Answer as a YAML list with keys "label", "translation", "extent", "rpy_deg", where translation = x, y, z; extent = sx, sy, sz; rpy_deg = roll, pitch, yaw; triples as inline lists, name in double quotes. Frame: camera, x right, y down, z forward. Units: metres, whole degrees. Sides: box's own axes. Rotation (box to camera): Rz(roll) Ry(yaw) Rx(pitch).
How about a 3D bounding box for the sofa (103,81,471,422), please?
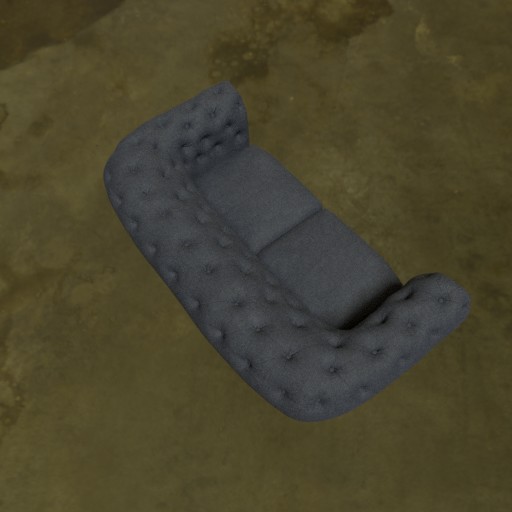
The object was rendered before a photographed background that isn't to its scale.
- label: "sofa"
  translation: [0.000, 0.000, 2.542]
  extent: [1.082, 0.833, 1.988]
  rpy_deg: [-34, 65, -18]
